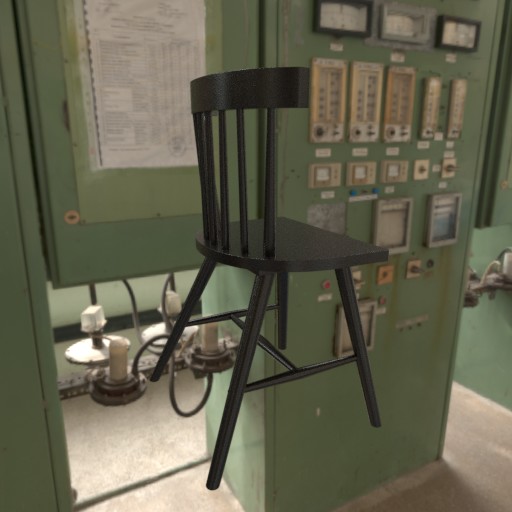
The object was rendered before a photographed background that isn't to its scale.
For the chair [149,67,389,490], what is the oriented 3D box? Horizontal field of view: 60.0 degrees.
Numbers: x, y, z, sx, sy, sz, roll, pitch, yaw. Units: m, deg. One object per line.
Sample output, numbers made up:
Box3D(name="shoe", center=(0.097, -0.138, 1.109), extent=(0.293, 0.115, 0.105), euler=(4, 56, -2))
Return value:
Box3D(name="chair", center=(0.000, 0.000, 1.139), extent=(0.483, 0.844, 0.506), euler=(-8, 17, -26))
